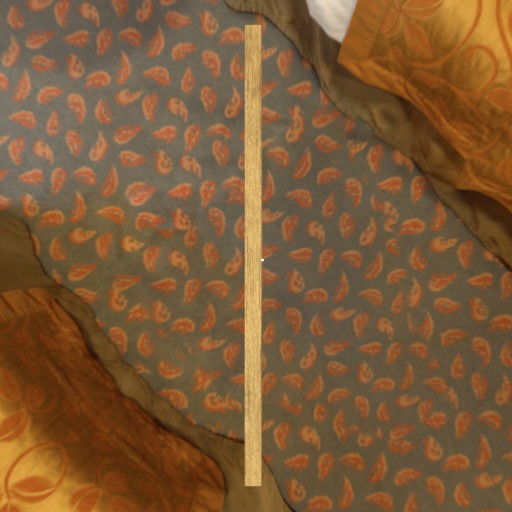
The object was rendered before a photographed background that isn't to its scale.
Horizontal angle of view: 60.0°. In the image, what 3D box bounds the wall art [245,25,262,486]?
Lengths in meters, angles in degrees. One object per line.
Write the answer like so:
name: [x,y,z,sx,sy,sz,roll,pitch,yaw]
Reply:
wall art: [0.000,0.000,0.930,0.026,0.535,0.690,0,89,1]
